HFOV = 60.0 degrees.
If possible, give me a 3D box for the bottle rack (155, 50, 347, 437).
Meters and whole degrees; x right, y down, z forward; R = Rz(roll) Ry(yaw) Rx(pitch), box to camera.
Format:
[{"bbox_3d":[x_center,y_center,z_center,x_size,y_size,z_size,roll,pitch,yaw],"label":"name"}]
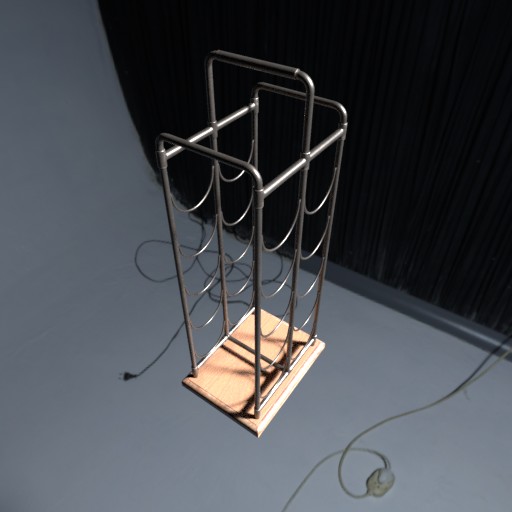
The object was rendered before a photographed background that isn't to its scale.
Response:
[{"bbox_3d":[0.000,0.000,0.799,0.208,0.680,0.276,25,47,26],"label":"bottle rack"}]
